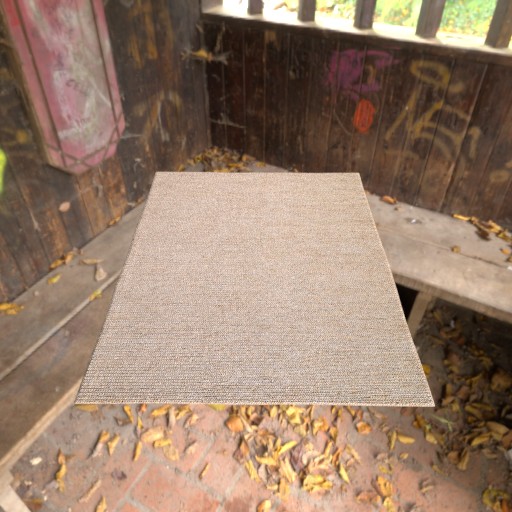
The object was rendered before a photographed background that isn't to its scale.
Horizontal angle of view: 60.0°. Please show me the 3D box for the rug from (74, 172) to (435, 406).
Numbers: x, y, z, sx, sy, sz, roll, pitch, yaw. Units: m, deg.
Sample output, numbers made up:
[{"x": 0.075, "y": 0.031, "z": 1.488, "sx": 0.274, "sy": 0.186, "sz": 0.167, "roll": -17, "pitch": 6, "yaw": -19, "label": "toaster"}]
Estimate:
[{"x": 0.000, "y": 0.000, "z": 4.100, "sx": 2.406, "sy": 0.012, "sz": 3.034, "roll": 0, "pitch": 41, "yaw": 0, "label": "rug"}]
